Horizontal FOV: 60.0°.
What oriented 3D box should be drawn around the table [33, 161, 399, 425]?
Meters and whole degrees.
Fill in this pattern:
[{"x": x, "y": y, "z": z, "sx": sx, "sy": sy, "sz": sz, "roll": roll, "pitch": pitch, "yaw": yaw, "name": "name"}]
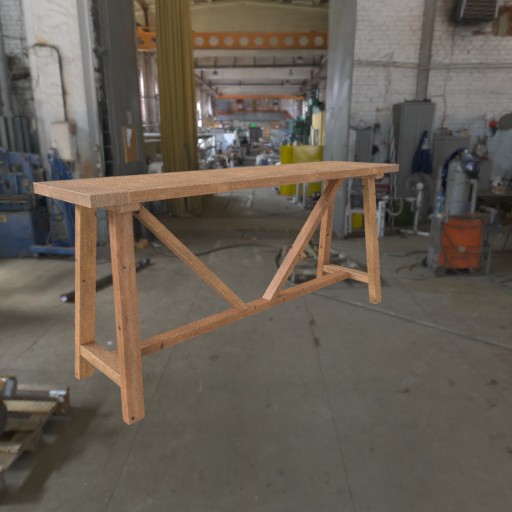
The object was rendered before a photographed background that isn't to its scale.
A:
[{"x": 0.000, "y": 0.000, "z": 2.157, "sx": 1.800, "sy": 0.810, "sz": 0.465, "roll": -15, "pitch": 21, "yaw": -42, "name": "table"}]
